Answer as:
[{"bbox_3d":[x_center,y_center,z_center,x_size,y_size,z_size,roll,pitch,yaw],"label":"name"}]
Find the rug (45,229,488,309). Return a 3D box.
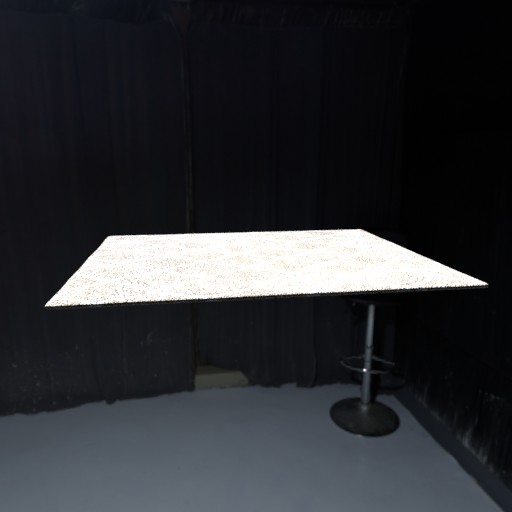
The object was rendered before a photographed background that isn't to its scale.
[{"bbox_3d":[0.000,0.000,4.144,3.047,0.029,2.438,-2,13,-9],"label":"rug"}]
